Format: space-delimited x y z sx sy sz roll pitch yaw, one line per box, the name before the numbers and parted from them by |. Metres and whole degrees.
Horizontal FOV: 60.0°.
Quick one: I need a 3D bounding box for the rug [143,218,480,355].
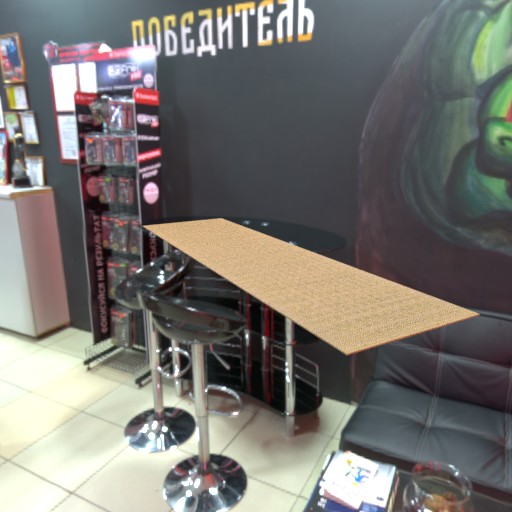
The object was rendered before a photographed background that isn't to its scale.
rug | 0.000 0.000 2.636 0.686 0.006 2.437 -8 17 -28
